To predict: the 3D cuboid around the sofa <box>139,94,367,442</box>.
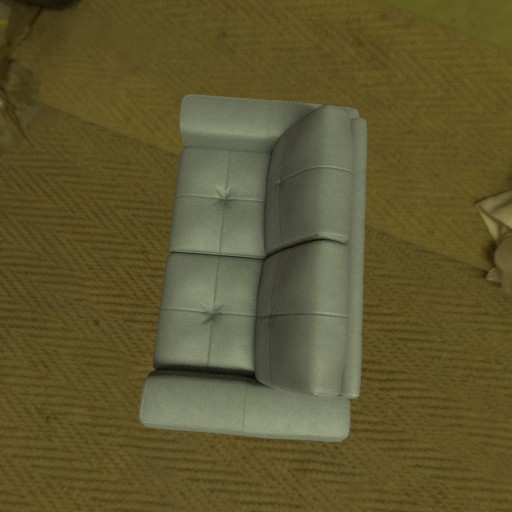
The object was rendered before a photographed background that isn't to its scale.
[{"bbox_3d":[0.000,0.000,2.373,1.018,0.907,1.806,5,77,1],"label":"sofa"}]
